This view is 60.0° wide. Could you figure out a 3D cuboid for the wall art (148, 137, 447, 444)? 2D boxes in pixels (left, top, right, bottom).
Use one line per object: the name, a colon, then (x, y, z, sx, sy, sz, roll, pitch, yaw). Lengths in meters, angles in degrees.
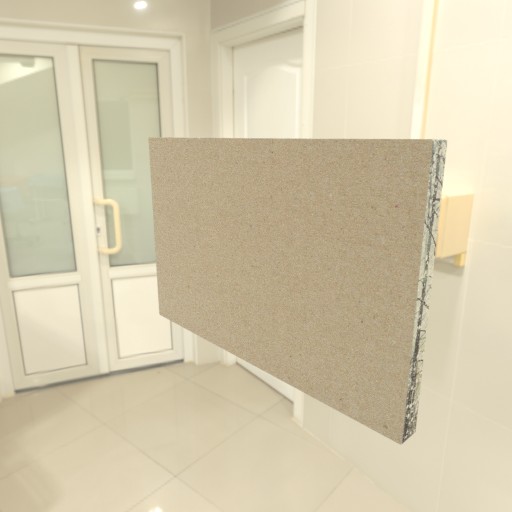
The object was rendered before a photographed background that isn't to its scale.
wall art: (0.000, 0.000, 0.775, 0.042, 0.398, 0.618, -14, 20, -41)
